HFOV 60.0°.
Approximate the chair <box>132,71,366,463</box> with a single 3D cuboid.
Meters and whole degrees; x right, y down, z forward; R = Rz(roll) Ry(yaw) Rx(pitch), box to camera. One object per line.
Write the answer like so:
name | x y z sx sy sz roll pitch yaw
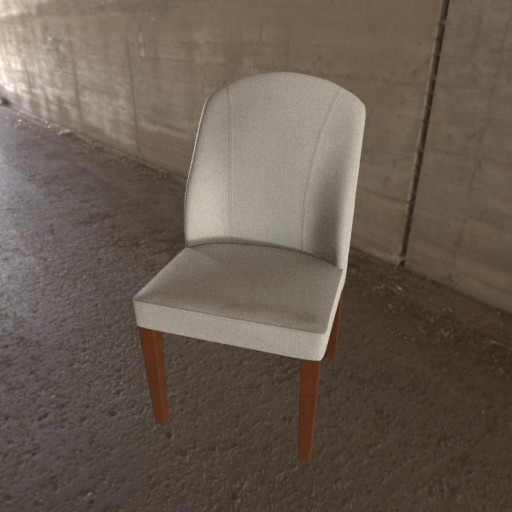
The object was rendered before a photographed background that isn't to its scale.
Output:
chair | 0.000 0.000 1.204 0.472 0.893 0.540 8 28 15
